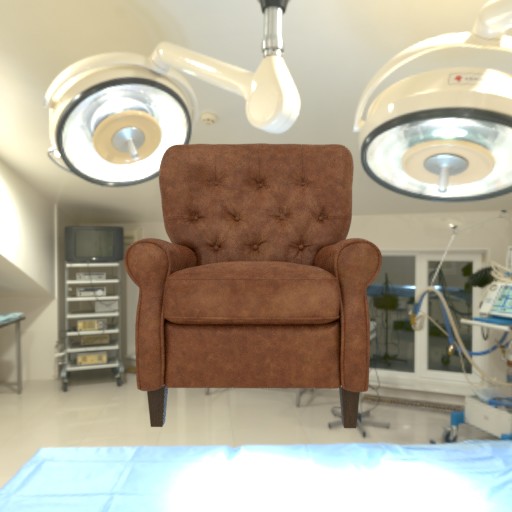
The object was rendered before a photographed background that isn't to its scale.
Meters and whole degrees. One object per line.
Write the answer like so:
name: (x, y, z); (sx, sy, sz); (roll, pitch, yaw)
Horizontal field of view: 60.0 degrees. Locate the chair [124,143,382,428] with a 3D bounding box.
chair: (0.000, 0.000, 1.944); (0.951, 1.164, 1.059); (0, 1, 1)
